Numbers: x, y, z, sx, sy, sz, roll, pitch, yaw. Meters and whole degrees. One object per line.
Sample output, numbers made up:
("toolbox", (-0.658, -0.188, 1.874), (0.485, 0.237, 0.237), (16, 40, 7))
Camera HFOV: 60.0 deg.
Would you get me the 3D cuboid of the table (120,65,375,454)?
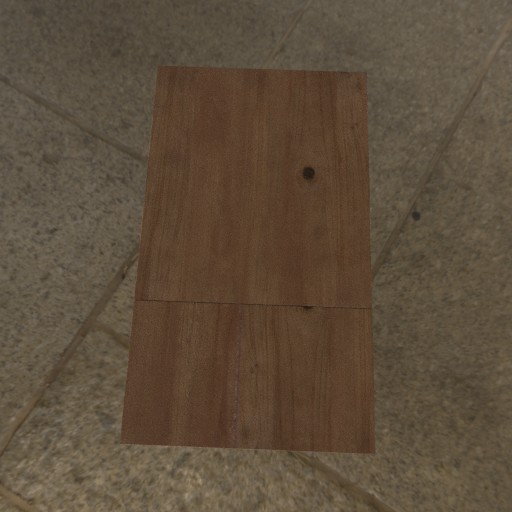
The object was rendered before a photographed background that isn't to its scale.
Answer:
("table", (0.000, 0.000, 1.441), (0.655, 0.395, 1.101), (2, 77, 0))
